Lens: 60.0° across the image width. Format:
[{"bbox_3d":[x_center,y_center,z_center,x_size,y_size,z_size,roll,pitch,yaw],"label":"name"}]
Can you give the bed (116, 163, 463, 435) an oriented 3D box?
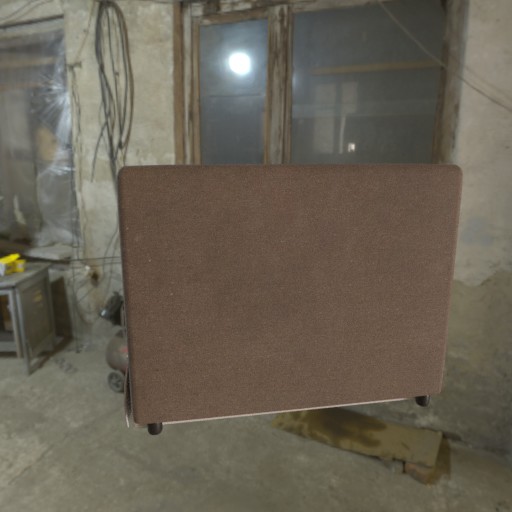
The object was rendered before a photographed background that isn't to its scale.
[{"bbox_3d":[0.000,0.000,3.172,1.723,1.330,2.142,-2,13,-10],"label":"bed"}]
